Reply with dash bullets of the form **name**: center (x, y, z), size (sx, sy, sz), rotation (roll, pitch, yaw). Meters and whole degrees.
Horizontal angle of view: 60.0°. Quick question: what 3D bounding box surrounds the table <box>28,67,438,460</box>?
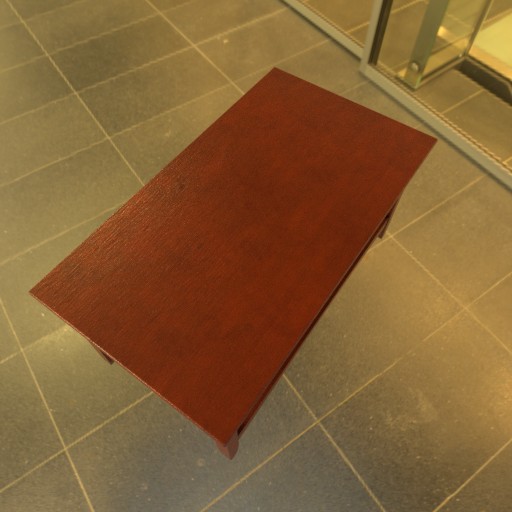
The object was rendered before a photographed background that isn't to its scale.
- **table**: center (0.000, 0.000, 1.264), size (0.533, 0.456, 0.943), rotation (31, 63, 18)
